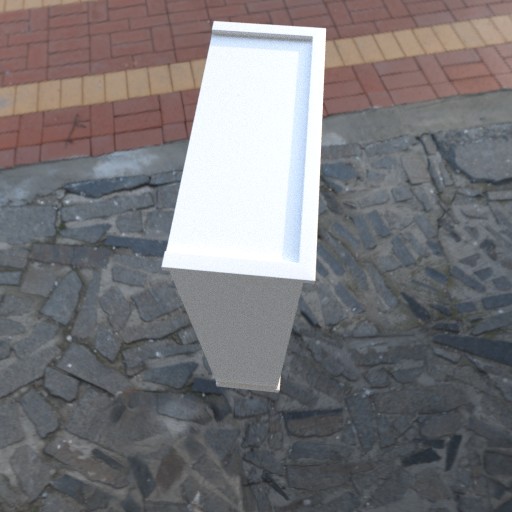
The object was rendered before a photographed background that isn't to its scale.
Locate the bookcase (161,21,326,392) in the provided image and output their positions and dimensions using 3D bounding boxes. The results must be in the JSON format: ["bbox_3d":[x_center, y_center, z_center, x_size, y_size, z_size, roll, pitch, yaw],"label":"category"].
[{"bbox_3d":[0.000,0.000,2.306,0.432,1.880,1.050,5,64,2],"label":"bookcase"}]
